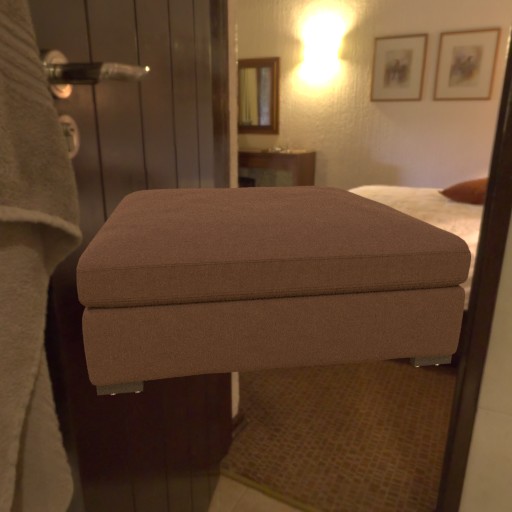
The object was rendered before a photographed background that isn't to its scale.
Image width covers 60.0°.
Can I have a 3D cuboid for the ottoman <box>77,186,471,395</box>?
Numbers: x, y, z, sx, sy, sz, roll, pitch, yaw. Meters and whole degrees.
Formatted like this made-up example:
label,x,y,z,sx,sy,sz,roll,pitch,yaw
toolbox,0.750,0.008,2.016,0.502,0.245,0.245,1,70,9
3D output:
label,x,y,z,sx,sy,sz,roll,pitch,yaw
ottoman,0.000,0.000,1.847,1.181,0.470,1.181,-3,17,-9
